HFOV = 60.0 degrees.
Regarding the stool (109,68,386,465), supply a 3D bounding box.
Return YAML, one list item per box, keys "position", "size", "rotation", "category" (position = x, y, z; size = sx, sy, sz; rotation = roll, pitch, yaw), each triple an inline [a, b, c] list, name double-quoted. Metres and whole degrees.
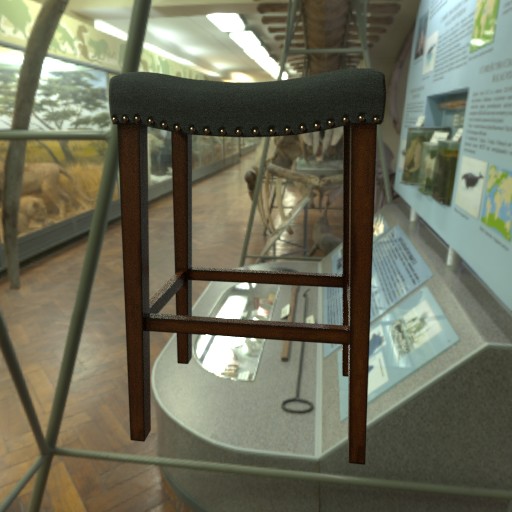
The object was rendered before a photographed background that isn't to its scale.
- position: [0.000, 0.000, 1.000]
  size: [0.502, 0.760, 0.366]
  rotation: [2, 17, 8]
  category: "stool"
